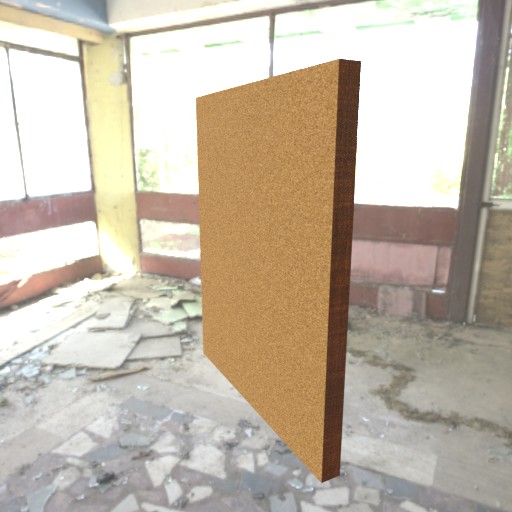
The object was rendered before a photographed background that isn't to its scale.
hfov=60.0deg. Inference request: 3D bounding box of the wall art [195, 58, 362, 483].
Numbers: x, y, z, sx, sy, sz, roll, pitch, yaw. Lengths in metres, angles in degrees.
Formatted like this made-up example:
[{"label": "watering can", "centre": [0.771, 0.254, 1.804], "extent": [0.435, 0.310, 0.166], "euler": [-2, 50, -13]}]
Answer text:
[{"label": "wall art", "centre": [0.000, 0.000, 0.777], "extent": [0.033, 0.567, 0.467], "euler": [-7, 16, -27]}]
